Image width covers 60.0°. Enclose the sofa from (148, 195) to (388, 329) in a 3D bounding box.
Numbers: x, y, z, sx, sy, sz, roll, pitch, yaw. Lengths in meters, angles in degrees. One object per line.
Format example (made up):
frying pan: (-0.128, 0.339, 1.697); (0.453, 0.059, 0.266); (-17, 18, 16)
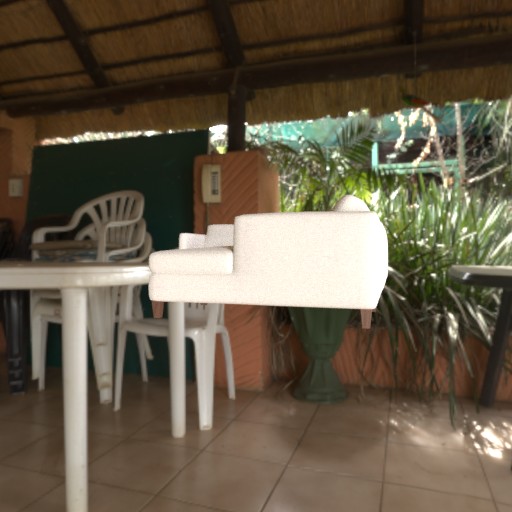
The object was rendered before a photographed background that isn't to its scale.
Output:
sofa: (0.000, 0.000, 4.551); (2.551, 0.853, 3.238); (0, 1, 17)
